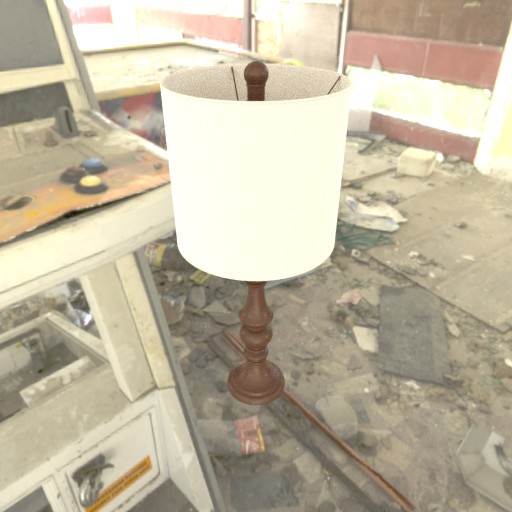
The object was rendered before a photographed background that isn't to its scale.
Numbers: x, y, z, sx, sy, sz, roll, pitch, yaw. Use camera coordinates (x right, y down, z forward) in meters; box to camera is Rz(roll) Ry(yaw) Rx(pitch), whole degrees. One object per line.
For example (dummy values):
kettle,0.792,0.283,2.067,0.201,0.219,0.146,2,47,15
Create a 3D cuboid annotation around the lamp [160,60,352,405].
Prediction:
lamp,0.000,0.000,0.732,0.250,0.597,0.250,-10,33,-15
